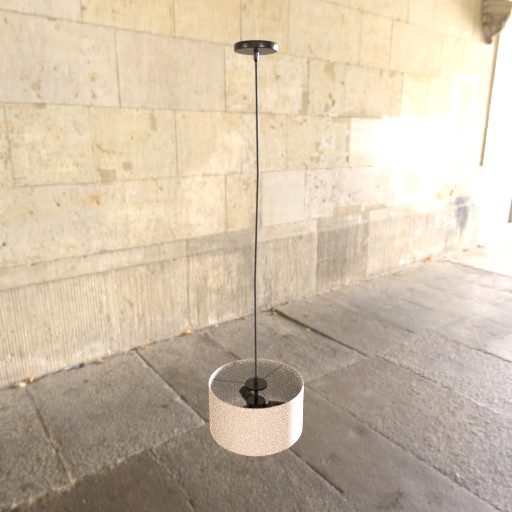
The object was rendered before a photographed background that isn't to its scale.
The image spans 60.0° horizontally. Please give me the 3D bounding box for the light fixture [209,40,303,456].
[{"bbox_3d":[0.000,0.000,1.731,0.399,1.516,0.399,0,15,0],"label":"light fixture"}]
